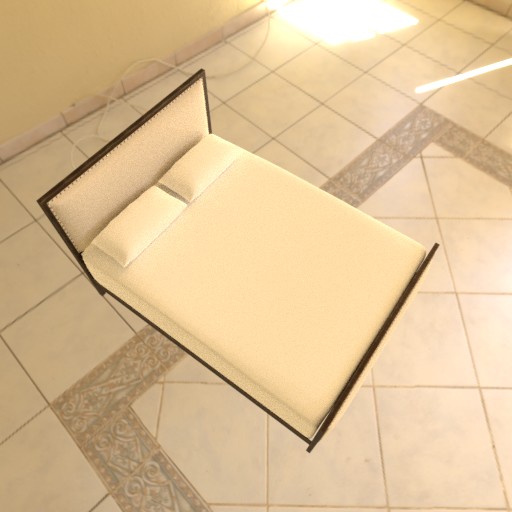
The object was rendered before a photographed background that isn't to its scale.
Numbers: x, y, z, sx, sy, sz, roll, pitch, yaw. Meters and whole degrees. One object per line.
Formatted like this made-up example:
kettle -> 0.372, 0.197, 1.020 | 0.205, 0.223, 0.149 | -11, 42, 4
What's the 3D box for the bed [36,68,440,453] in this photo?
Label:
bed -> 0.000, 0.000, 3.319 | 2.221, 1.313, 1.607 | 32, 64, 18
